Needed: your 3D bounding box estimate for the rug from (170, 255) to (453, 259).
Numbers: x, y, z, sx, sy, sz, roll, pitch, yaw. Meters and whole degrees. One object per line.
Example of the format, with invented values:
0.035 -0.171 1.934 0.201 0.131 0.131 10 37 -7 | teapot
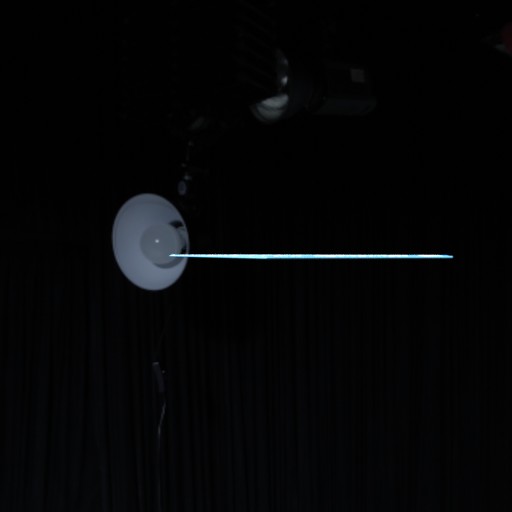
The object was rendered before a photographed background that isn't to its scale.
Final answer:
0.000 0.000 2.408 0.662 0.011 2.196 0 0 -18 | rug
